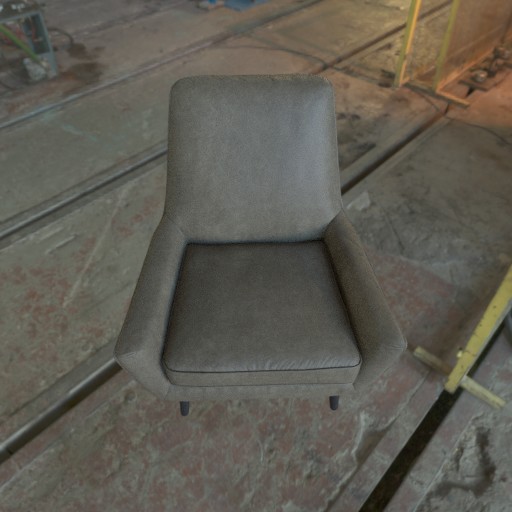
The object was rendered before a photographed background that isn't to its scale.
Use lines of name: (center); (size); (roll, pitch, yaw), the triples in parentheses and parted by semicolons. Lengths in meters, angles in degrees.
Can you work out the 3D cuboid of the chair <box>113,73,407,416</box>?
chair: (0.000, 0.000, 1.468); (0.787, 0.888, 0.824); (-2, 47, -2)
